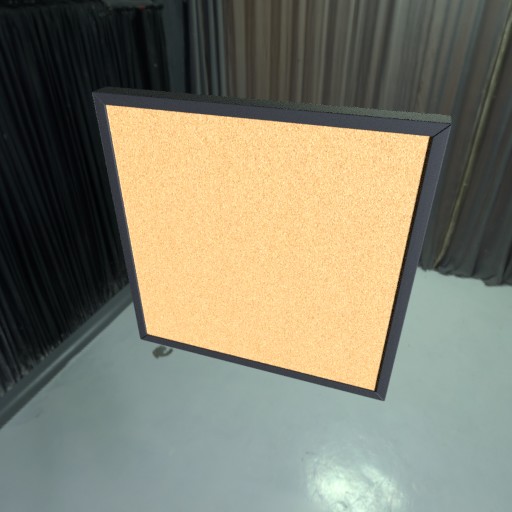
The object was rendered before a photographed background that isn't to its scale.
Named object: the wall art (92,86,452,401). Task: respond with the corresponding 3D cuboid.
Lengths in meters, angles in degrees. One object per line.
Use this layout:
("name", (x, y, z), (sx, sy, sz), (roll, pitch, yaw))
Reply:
("wall art", (0.000, 0.000, 0.752), (0.508, 0.508, 0.037), (10, 35, 15))
